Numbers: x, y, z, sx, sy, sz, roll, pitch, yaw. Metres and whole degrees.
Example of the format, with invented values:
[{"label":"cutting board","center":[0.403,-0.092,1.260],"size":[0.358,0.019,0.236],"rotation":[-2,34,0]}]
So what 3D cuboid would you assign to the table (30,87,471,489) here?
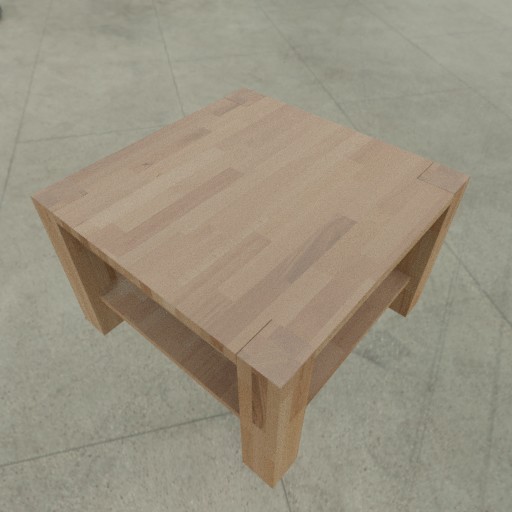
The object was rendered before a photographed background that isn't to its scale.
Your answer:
[{"label":"table","center":[0.000,0.000,1.153],"size":[0.700,0.451,0.700],"rotation":[32,53,27]}]
